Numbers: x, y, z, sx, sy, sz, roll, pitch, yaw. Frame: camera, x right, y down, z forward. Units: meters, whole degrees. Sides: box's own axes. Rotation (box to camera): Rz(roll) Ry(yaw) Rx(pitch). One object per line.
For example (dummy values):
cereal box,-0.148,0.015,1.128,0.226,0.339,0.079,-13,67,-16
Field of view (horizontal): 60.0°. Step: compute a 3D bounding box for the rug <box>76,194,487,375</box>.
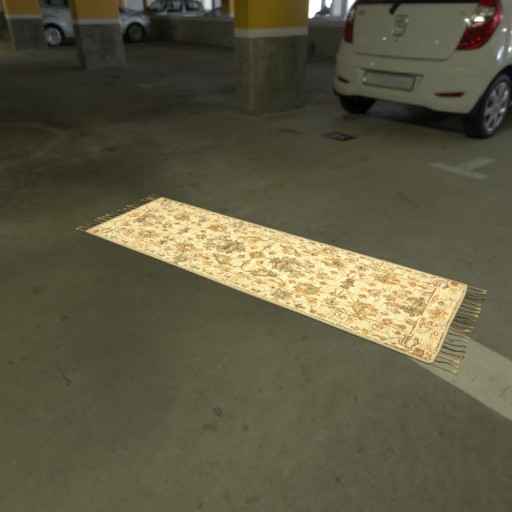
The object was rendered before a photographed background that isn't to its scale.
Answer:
rug,0.000,0.000,2.637,2.438,0.021,0.729,18,34,29
